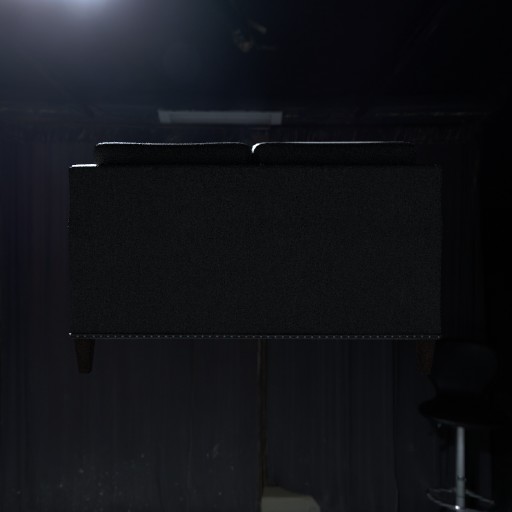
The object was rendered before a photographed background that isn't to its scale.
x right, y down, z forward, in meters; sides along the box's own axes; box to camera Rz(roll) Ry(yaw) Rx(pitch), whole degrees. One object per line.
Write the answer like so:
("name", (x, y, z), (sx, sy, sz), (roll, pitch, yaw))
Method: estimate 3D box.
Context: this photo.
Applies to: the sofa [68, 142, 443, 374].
("sofa", (0.000, 0.000, 2.297), (1.597, 1.003, 1.084), (0, -1, 0))
